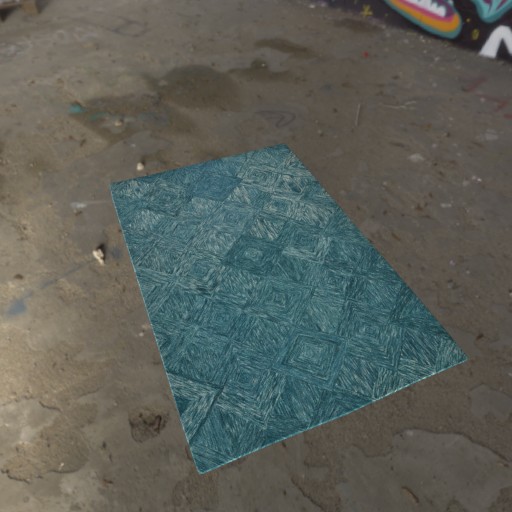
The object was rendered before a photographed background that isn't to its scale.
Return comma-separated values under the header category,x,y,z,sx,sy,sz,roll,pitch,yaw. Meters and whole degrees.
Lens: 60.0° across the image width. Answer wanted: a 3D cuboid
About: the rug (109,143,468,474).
category,x,y,z,sx,sy,sz,roll,pitch,yaw
rug,0.000,0.000,2.167,1.136,0.017,1.728,-17,48,-16
